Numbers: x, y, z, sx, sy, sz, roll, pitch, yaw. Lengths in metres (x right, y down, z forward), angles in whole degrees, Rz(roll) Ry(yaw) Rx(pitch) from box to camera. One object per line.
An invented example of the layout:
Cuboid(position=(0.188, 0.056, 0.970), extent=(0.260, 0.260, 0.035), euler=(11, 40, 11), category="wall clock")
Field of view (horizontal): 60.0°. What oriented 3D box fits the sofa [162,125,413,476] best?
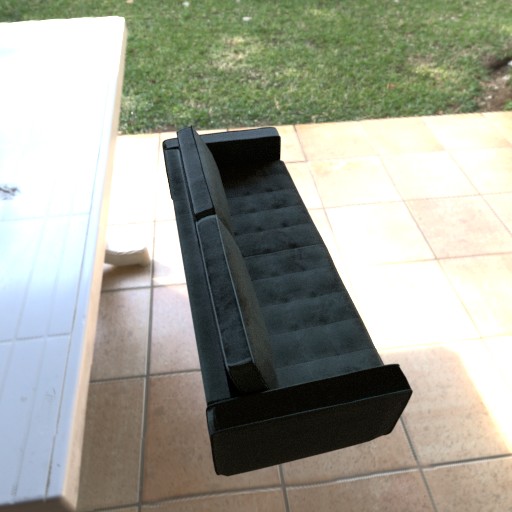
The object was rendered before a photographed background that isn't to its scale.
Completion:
Cuboid(position=(0.000, 0.000, 2.636), extent=(0.886, 0.781, 2.214), euler=(-10, 46, -9), category="sofa")
